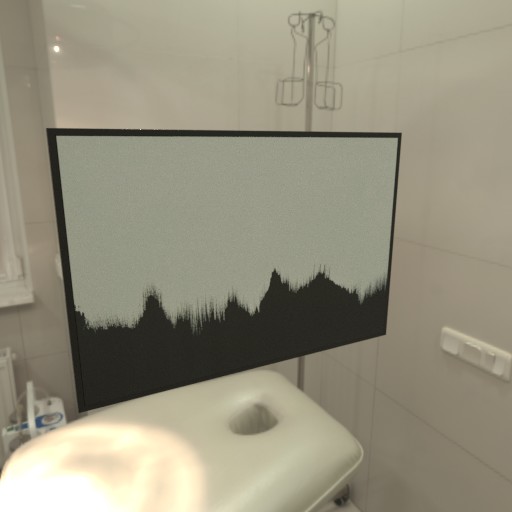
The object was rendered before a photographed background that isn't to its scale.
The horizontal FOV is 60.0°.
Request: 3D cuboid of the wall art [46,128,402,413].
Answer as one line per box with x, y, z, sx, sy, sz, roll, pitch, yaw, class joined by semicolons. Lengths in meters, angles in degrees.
0.000;0.000;0.820;0.659;0.446;0.022;-7;16;-26;wall art
